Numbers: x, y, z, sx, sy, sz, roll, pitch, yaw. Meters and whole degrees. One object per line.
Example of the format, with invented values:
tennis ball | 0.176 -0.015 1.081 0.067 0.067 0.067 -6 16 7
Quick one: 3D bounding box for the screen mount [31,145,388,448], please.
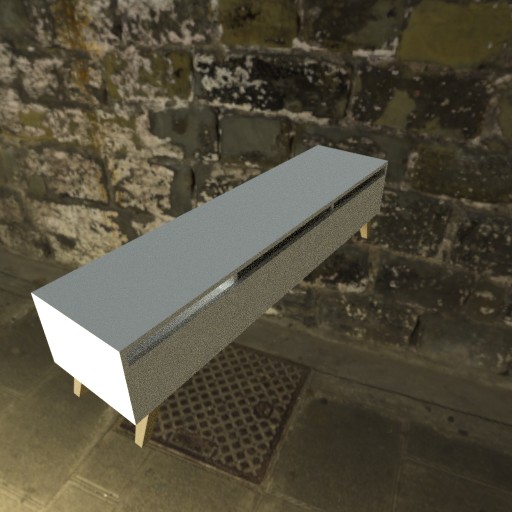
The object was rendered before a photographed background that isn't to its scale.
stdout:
screen mount | 0.000 0.000 1.857 0.399 0.432 1.644 22 39 30
